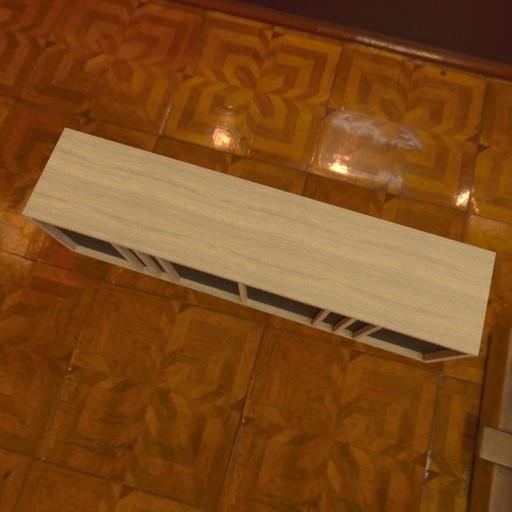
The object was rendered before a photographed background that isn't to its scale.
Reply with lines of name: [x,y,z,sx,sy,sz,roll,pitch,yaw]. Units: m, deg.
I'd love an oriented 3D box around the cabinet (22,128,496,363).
cabinet: [0.000,0.000,2.470,2.198,0.779,0.499,17,74,5]
